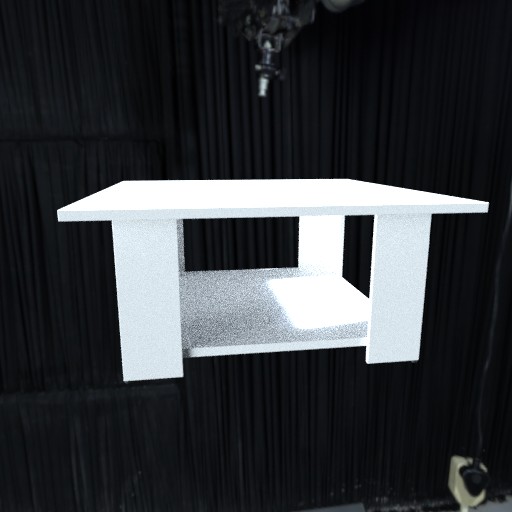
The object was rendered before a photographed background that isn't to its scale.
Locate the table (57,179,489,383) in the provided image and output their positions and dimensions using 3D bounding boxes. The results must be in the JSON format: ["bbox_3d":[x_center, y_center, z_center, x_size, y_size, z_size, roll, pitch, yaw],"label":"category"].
[{"bbox_3d":[0.000,0.000,1.035,0.670,0.305,0.670,-2,13,-8],"label":"table"}]
